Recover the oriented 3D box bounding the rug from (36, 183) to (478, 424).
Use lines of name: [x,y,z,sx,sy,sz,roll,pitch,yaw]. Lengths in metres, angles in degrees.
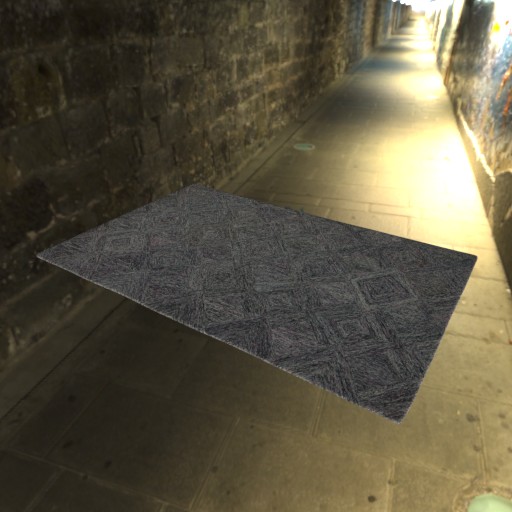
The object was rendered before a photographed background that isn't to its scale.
rug: [0.000,0.000,2.085,1.752,0.013,1.158,18,34,29]
